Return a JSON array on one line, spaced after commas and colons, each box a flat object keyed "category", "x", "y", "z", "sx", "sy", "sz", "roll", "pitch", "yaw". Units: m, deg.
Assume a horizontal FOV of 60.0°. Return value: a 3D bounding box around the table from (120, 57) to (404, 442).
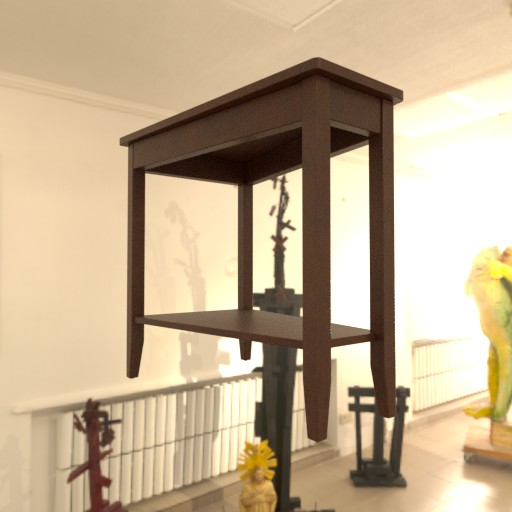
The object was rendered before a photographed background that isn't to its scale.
[{"category": "table", "x": 0.000, "y": 0.000, "z": 0.971, "sx": 0.399, "sy": 0.589, "sz": 0.605, "roll": 1, "pitch": -2, "yaw": -37}]
